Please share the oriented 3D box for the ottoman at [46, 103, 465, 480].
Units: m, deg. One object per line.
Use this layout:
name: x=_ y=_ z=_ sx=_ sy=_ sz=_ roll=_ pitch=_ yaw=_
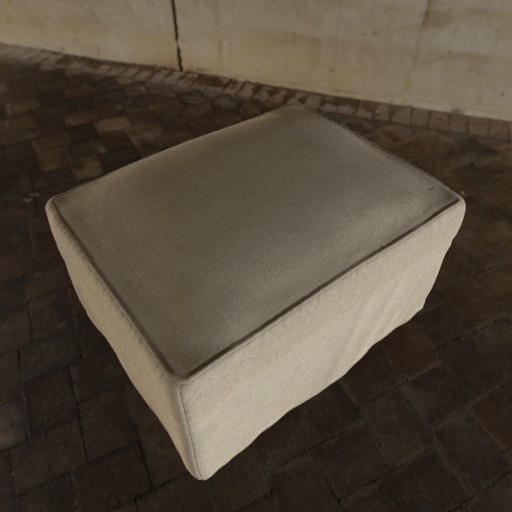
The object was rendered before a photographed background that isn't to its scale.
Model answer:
ottoman: x=0.000 y=0.000 z=1.190 sx=0.833 sy=0.485 sz=0.650 roll=-29 pitch=52 yaw=-26
